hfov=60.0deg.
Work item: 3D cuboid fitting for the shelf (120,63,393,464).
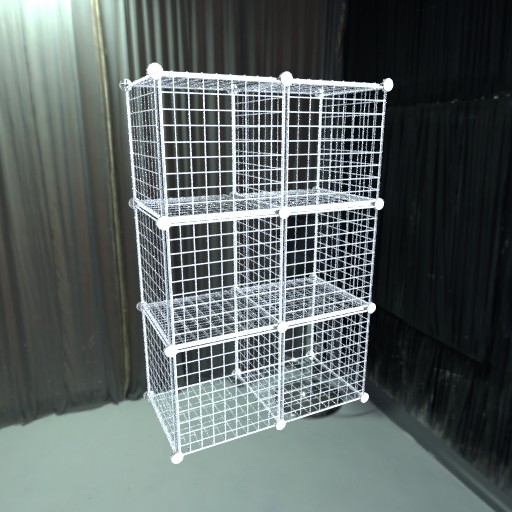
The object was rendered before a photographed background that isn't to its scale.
[{"bbox_3d":[0.000,0.000,1.429,0.711,1.067,0.356,-8,17,-25],"label":"shelf"}]
